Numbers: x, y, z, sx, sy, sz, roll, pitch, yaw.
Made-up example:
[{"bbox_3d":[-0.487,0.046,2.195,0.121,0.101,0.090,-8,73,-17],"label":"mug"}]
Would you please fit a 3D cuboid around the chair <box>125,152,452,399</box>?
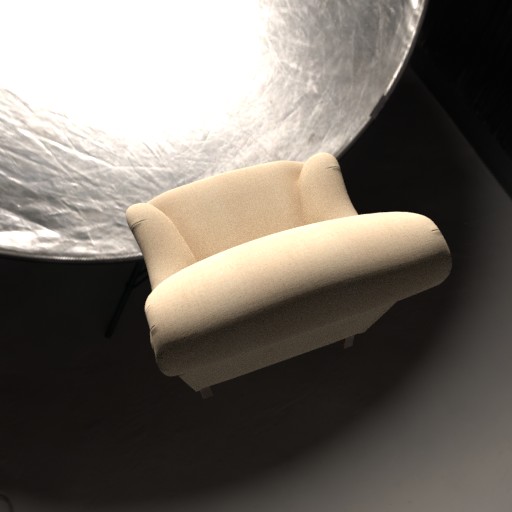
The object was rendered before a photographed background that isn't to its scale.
[{"bbox_3d":[0.000,0.000,1.538,0.766,0.944,0.842,-17,62,-10],"label":"chair"}]
